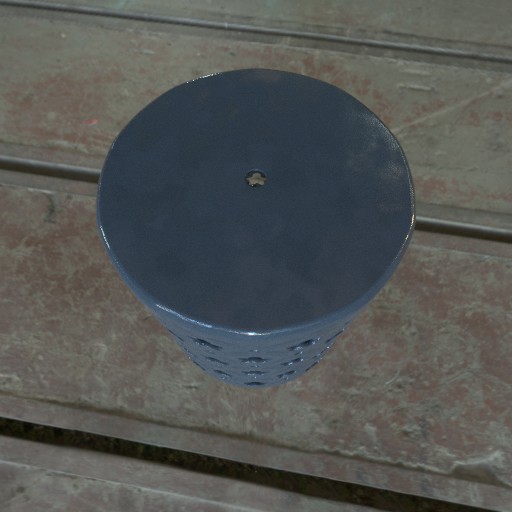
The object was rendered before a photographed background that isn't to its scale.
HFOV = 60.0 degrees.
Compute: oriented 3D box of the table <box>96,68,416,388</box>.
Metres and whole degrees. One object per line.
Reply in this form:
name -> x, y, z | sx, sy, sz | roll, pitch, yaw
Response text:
table -> 0.000, 0.000, 0.653 | 0.352, 0.387, 0.352 | 0, 64, 0
